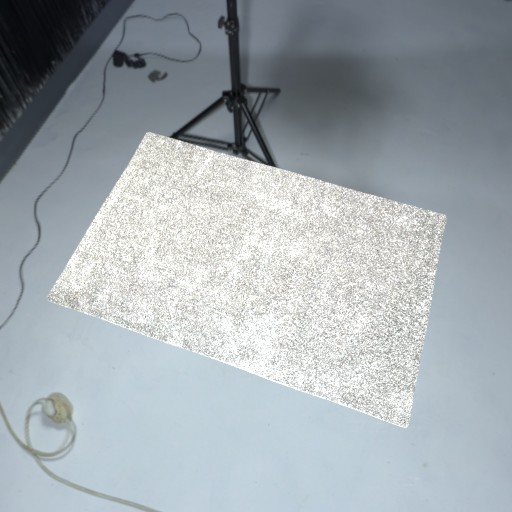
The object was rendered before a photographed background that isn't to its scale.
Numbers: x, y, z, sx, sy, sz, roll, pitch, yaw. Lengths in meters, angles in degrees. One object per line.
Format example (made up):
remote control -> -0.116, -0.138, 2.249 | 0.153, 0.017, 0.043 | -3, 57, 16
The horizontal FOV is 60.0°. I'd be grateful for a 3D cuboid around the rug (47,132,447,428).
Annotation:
rug -> 0.000, 0.000, 3.005 | 2.350, 0.025, 1.502 | 17, 64, 9
